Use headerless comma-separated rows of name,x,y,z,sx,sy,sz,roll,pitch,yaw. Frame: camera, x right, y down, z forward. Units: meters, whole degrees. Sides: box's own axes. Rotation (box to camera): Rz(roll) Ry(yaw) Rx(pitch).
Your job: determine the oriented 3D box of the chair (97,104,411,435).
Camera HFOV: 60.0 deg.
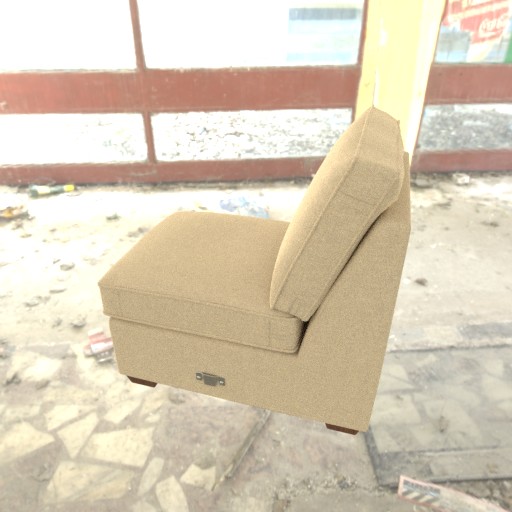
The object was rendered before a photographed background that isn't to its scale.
chair,0.000,0.000,1.566,0.938,0.970,0.621,8,32,14
